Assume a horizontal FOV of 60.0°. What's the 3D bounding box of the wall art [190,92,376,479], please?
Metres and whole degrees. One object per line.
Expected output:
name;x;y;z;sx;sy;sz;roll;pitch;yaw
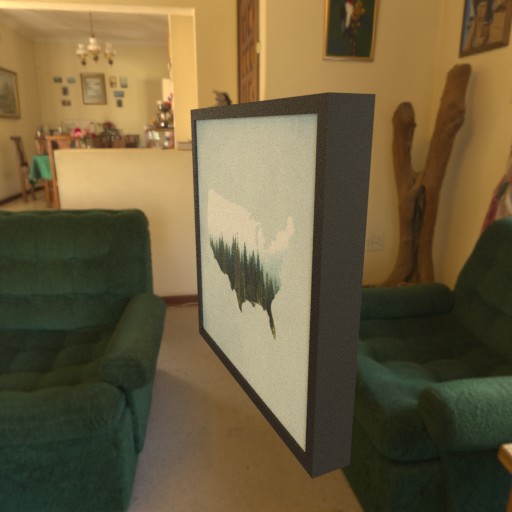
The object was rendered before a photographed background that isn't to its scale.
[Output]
wall art;0.000;0.000;0.469;0.038;0.304;0.304;-7;18;-24
